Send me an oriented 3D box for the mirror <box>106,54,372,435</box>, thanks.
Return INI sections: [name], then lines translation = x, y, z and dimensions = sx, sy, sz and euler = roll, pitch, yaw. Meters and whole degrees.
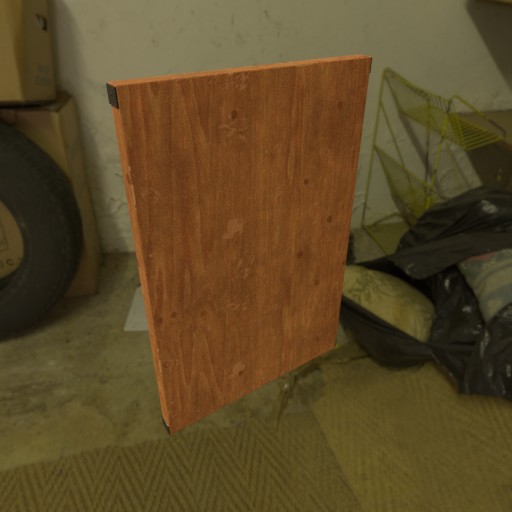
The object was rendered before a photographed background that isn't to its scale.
[mirror]
translation = 0.000, 0.000, 0.958
dimensions = 0.517, 0.761, 0.053
euler = -20, 37, -29
